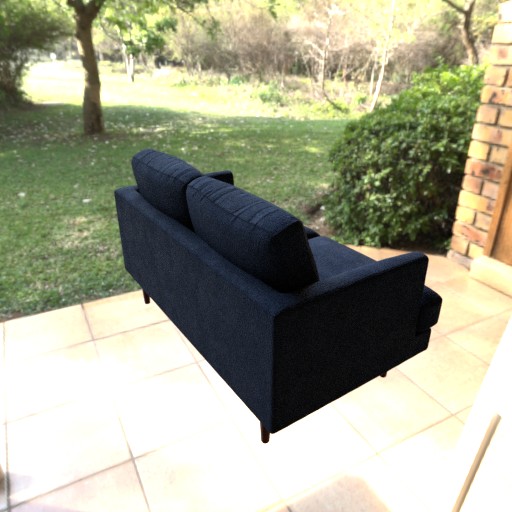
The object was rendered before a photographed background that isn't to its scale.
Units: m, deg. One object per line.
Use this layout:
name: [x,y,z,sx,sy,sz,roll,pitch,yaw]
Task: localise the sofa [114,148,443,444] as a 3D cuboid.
sofa: [0.000,0.000,2.241,0.903,0.944,1.582,-16,30,-30]
